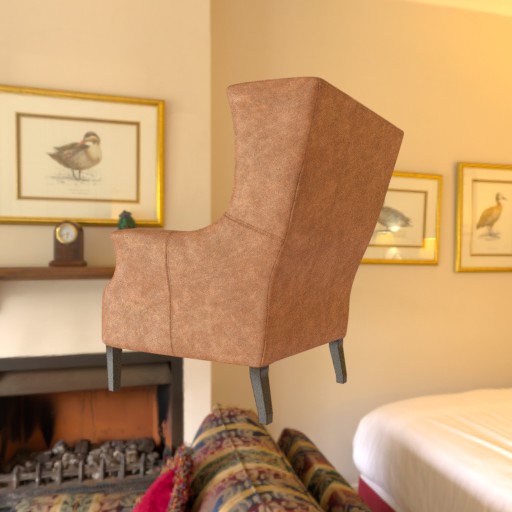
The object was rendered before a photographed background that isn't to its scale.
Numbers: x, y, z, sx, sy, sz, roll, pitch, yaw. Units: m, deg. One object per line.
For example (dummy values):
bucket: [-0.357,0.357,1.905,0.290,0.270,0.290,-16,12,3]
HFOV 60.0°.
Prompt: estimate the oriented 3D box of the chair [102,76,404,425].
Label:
chair: [0.000,0.000,1.705,0.926,1.016,0.853,0,1,37]
